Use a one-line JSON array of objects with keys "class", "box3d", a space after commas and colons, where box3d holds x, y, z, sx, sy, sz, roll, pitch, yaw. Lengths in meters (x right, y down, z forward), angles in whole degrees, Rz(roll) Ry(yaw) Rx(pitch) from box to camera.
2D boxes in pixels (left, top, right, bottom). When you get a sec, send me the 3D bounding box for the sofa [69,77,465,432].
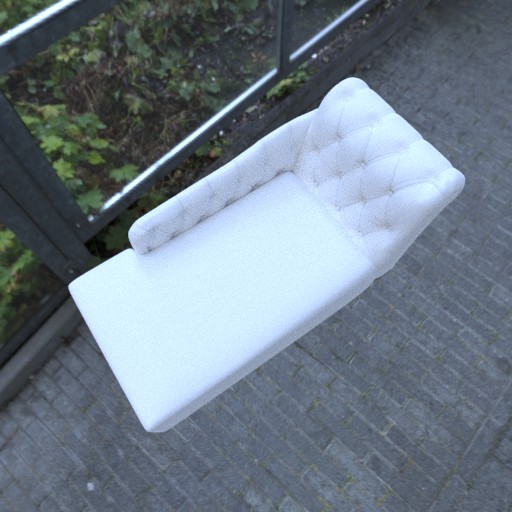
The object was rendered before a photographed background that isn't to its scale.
[{"class": "sofa", "box3d": [0.000, 0.000, 1.789, 1.379, 0.787, 0.675, -32, 69, -14]}]
